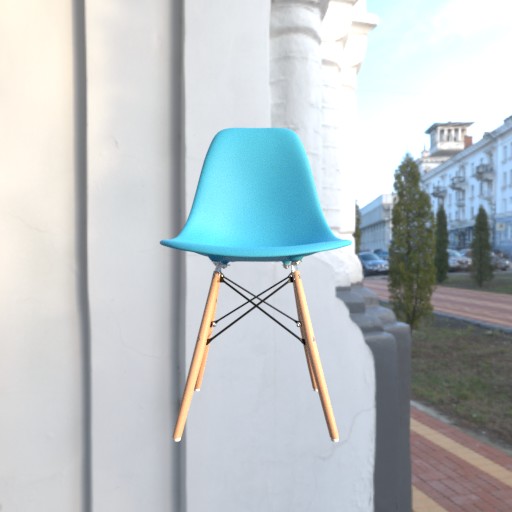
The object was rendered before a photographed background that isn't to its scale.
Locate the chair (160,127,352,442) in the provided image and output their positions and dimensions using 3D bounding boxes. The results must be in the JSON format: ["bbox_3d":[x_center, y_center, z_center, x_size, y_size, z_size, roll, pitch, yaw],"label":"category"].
[{"bbox_3d":[0.000,0.000,1.182,0.470,0.826,0.531,0,1,0],"label":"chair"}]
